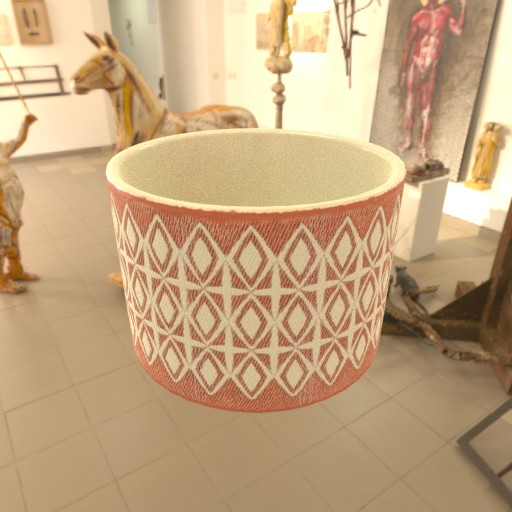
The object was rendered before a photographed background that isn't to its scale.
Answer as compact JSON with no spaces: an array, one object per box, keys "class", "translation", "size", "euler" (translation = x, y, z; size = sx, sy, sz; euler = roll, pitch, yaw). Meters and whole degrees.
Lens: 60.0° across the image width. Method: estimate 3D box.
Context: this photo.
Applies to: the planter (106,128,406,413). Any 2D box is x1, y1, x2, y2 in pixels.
[{"class":"planter","translation":[0.000,0.000,0.329],"size":[0.192,0.148,0.192],"euler":[0,27,0]}]
